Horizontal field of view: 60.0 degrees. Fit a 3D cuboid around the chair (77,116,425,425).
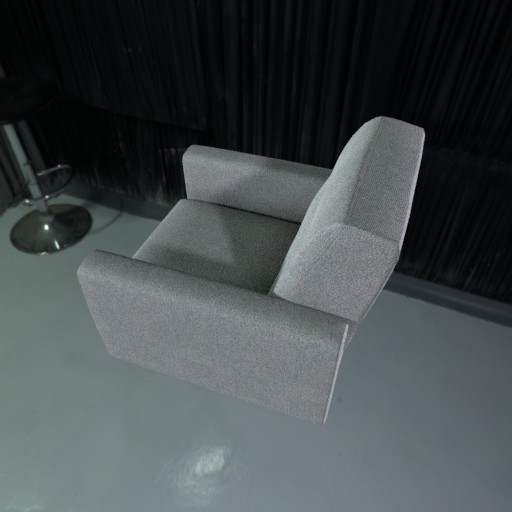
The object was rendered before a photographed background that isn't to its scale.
[{"bbox_3d":[0.000,0.000,1.642,0.942,0.968,0.845,15,46,15],"label":"chair"}]
